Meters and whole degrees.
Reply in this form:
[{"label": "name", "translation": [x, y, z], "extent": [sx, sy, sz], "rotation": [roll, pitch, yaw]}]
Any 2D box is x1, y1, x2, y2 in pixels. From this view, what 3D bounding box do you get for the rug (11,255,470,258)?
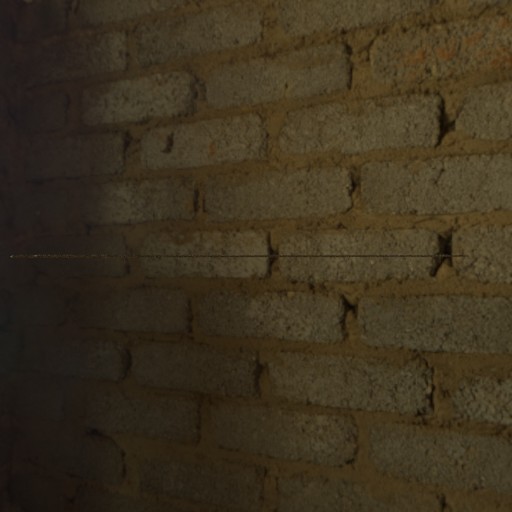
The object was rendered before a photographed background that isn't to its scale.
[{"label": "rug", "translation": [0.000, 0.000, 2.613], "extent": [2.440, 0.013, 0.769], "rotation": [0, 0, -18]}]
